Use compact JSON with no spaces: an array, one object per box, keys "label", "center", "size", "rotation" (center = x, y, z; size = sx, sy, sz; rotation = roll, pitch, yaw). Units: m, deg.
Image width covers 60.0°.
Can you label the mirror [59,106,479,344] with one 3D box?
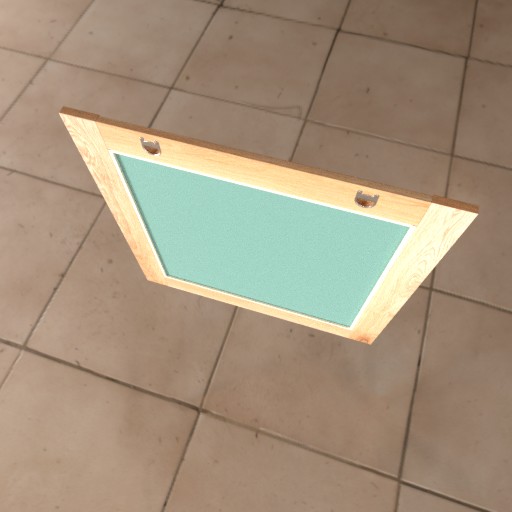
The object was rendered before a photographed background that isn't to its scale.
[{"label":"mirror","center":[0.000,0.000,1.170],"size":[0.800,0.800,0.020],"rotation":[15,64,8]}]
